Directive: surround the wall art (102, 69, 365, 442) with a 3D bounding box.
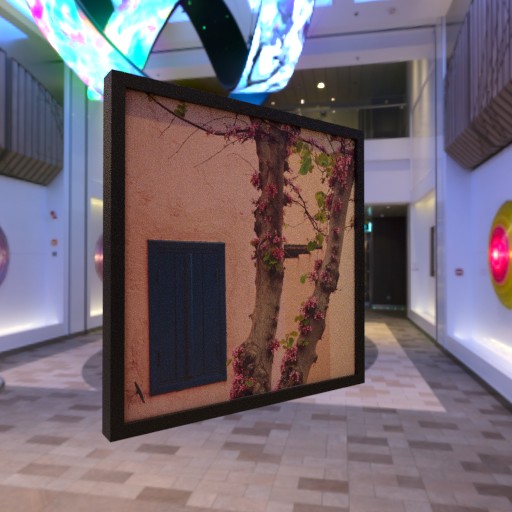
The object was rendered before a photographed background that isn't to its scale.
[{"bbox_3d":[0.000,0.000,0.763,0.508,0.508,0.038,0,-1,-35],"label":"wall art"}]
